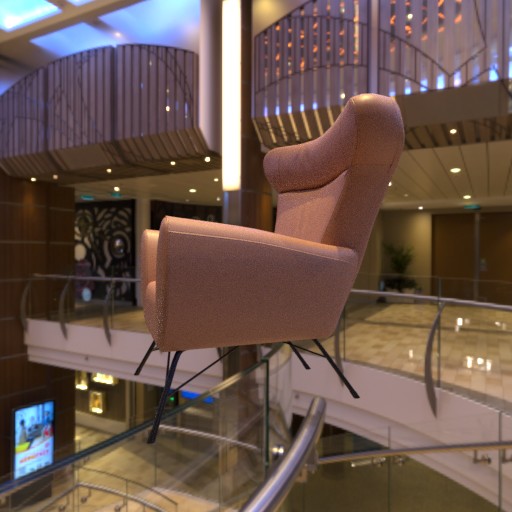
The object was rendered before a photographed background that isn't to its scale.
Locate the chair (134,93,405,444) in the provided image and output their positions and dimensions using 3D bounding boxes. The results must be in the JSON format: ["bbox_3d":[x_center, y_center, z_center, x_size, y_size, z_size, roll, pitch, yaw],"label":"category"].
[{"bbox_3d":[0.000,0.000,1.748,0.900,1.050,0.980,0,0,-18],"label":"chair"}]
